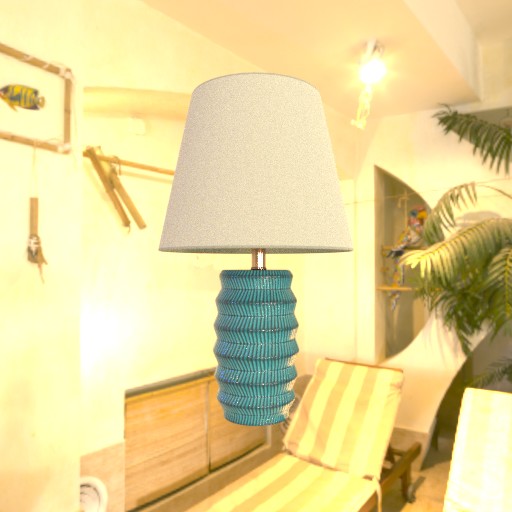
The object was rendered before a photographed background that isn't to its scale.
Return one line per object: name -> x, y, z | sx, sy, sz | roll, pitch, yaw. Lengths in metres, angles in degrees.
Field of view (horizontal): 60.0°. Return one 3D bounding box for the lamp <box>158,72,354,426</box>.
lamp -> 0.000, 0.000, 0.820 | 0.355, 0.582, 0.355 | 0, -1, 0
